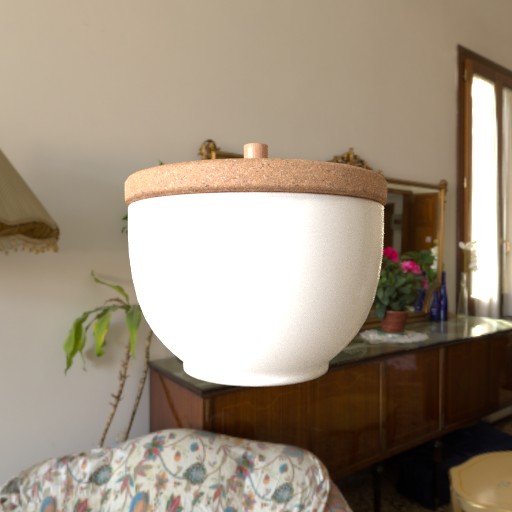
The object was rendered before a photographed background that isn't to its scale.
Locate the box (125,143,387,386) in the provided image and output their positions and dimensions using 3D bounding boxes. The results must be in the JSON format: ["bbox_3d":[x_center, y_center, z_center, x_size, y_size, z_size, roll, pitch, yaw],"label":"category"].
[{"bbox_3d":[0.000,0.000,0.189,0.107,0.094,0.107,0,0,0],"label":"box"}]
